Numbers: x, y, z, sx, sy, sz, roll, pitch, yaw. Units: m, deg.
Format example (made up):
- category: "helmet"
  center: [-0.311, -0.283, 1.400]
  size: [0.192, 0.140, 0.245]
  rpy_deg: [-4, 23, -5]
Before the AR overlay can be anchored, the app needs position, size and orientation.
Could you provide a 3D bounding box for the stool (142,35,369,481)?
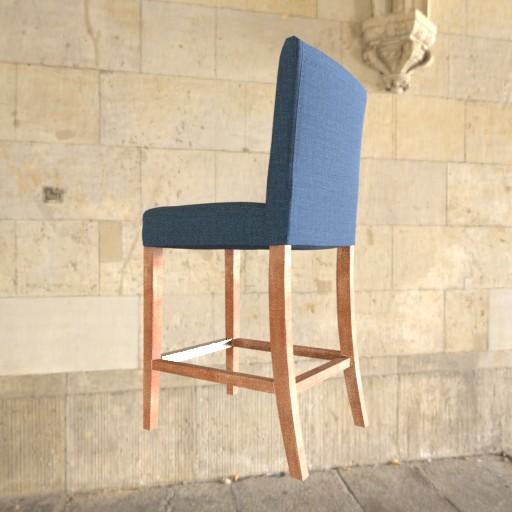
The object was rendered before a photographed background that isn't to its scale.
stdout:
- category: "stool"
  center: [0.000, 0.000, 1.346]
  size: [0.567, 1.039, 0.454]
  rpy_deg: [0, 1, 35]
